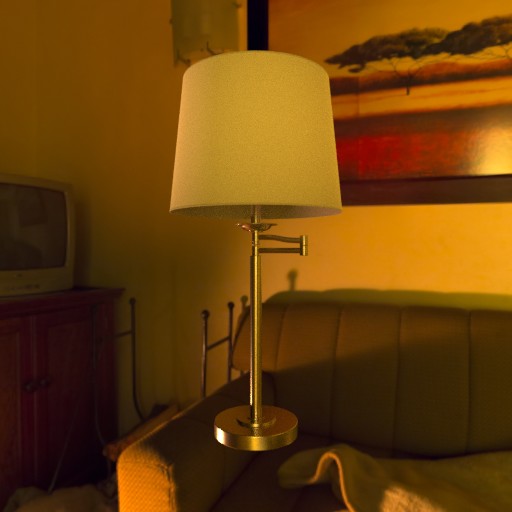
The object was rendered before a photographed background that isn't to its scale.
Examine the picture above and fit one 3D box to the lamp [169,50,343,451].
[{"bbox_3d":[0.000,0.000,0.870,0.333,0.696,0.333,0,1,0],"label":"lamp"}]
